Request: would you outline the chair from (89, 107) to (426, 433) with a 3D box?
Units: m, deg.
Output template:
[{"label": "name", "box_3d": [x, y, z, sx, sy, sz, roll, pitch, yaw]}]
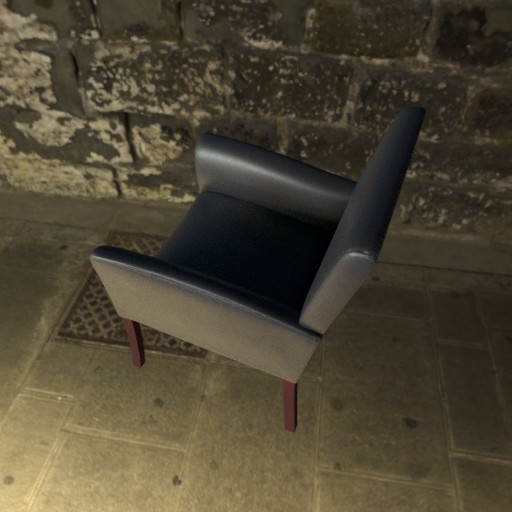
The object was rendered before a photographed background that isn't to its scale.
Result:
[{"label": "chair", "box_3d": [0.000, 0.000, 1.484, 0.772, 0.951, 0.683, 18, 50, 15]}]
